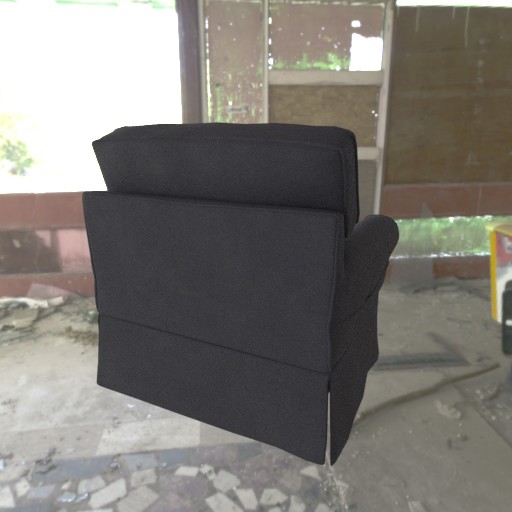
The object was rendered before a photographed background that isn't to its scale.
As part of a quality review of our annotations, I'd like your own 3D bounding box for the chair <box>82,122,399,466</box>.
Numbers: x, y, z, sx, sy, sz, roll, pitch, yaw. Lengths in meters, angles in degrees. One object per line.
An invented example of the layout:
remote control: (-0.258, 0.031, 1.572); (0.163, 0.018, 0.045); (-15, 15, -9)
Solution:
chair: (0.000, 0.000, 1.991); (1.119, 1.140, 1.002); (8, 18, 27)
